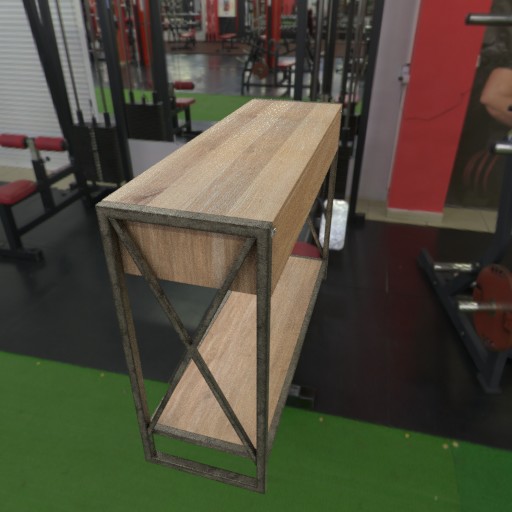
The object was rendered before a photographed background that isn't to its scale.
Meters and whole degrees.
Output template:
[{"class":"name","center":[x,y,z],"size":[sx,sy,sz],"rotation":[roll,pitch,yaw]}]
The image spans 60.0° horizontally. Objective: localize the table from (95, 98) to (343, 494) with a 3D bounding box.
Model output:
[{"class":"table","center":[0.000,0.000,1.423],"size":[0.361,0.763,1.059],"rotation":[8,31,14]}]
